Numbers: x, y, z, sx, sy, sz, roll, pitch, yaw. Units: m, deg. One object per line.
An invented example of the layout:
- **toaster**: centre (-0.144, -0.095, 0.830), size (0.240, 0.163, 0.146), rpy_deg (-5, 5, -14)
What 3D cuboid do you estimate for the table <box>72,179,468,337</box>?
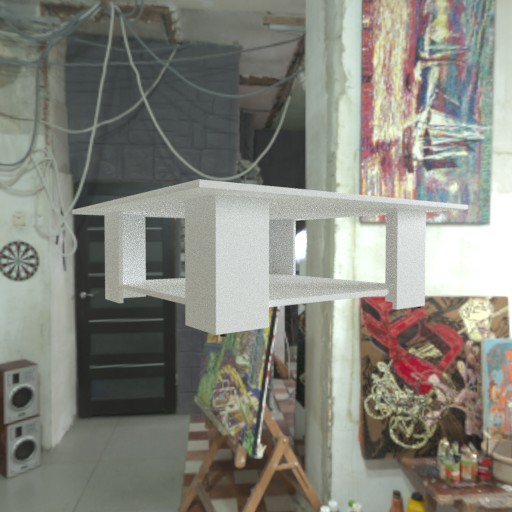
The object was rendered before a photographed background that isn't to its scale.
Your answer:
- **table**: centre (0.000, 0.000, 1.402), size (0.890, 0.305, 0.890), rpy_deg (-1, 2, -36)
